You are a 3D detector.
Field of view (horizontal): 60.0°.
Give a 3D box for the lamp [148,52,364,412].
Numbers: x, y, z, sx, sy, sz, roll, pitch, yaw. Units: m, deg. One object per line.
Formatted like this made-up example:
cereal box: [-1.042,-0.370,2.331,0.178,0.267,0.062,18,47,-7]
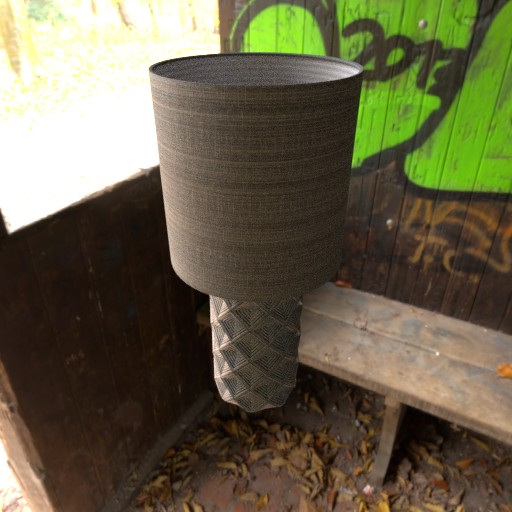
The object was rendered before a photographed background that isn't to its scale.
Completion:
lamp: [0.000,0.000,0.709,0.269,0.566,0.268,0,31,1]
